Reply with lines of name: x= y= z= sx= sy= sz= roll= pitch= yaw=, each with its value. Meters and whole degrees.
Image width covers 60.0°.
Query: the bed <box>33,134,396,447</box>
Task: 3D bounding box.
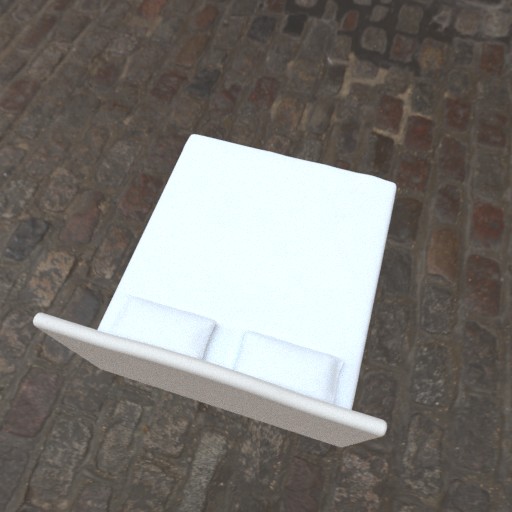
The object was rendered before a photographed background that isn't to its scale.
bed: x=0.000 y=0.000 z=3.435 sx=2.083 sy=1.421 sz=2.182 roll=15 pitch=65 yaw=7
